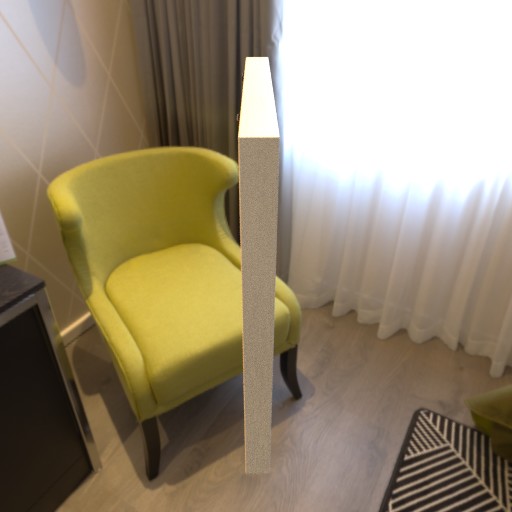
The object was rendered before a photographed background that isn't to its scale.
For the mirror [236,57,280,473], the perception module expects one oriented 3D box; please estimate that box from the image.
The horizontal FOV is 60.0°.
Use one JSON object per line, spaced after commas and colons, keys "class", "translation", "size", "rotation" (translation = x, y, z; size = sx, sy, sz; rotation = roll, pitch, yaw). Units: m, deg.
{"class": "mirror", "translation": [0.000, 0.000, 0.691], "size": [0.041, 0.509, 0.406], "rotation": [0, 33, 0]}
